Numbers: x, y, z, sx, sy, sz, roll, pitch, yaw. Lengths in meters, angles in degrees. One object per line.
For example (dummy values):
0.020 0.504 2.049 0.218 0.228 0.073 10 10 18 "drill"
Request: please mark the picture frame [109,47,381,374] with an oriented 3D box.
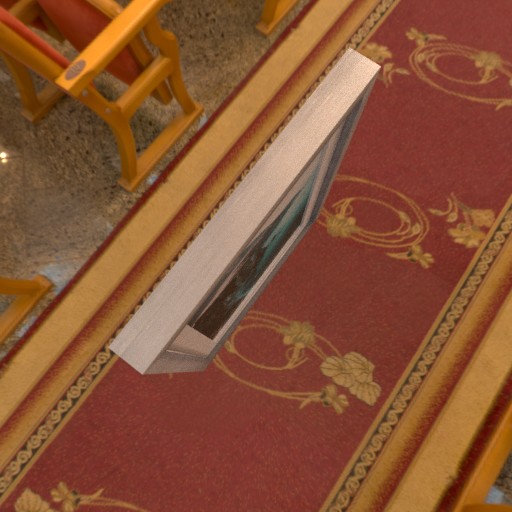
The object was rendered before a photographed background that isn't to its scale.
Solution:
0.000 0.000 0.766 0.046 0.555 0.449 36 79 8 "picture frame"
